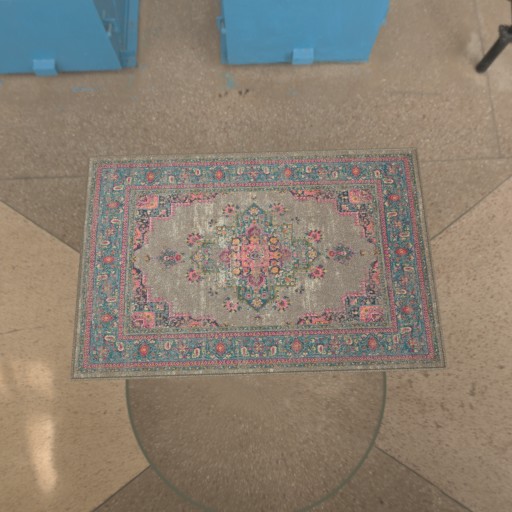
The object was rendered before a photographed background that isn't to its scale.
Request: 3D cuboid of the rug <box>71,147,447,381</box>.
[{"bbox_3d":[0.000,0.000,2.200,1.748,0.014,1.144,-2,75,0],"label":"rug"}]
